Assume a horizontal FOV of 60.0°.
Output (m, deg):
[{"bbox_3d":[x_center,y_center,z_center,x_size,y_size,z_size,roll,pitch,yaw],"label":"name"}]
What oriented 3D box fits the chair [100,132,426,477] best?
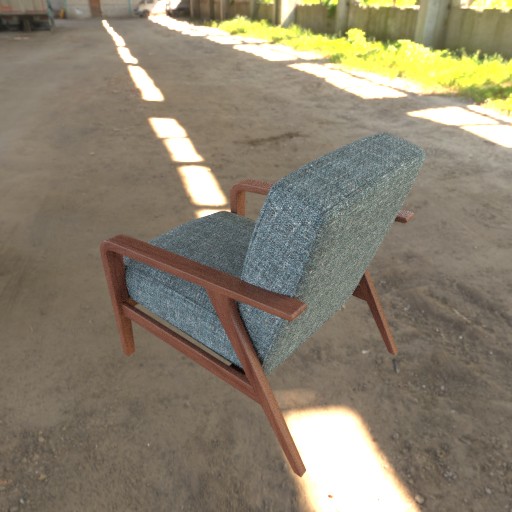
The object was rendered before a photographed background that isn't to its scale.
[{"bbox_3d":[0.000,0.000,1.543,0.889,0.864,0.719,22,37,33],"label":"chair"}]
